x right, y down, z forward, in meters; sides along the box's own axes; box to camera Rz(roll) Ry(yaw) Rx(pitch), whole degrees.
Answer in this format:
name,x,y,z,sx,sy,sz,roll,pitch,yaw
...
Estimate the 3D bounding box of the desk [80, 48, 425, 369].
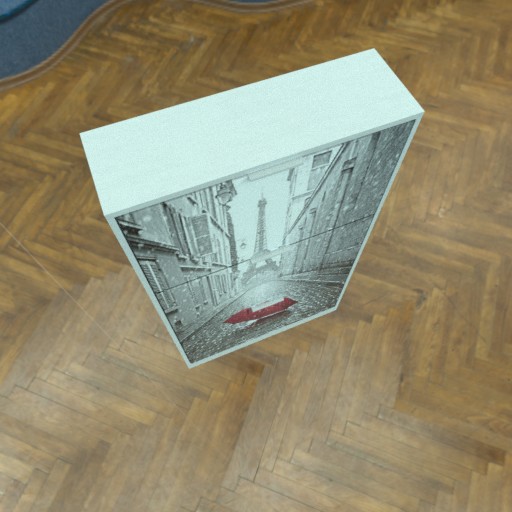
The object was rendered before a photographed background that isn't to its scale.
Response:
name,x,y,z,sx,sy,sz,roll,pitch,yaw
desk,0.000,0.000,1.569,0.750,1.280,0.250,-20,64,-10
